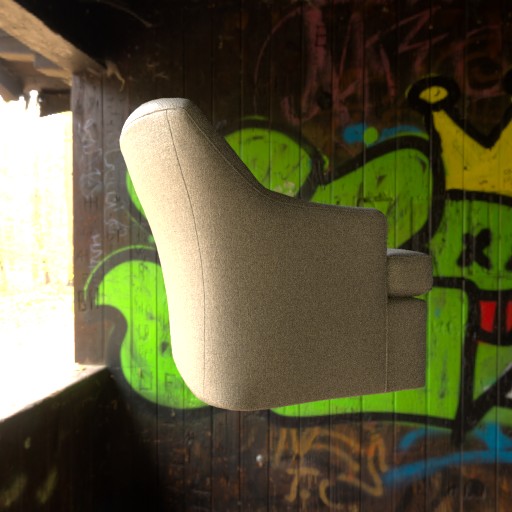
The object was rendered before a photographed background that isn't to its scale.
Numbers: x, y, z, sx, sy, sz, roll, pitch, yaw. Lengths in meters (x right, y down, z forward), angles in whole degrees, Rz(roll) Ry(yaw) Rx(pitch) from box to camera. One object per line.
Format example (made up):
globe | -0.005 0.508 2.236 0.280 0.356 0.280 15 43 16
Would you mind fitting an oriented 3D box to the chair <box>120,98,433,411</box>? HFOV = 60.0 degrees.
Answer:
chair | 0.000 0.000 1.575 0.923 0.856 0.864 0 1 -17
